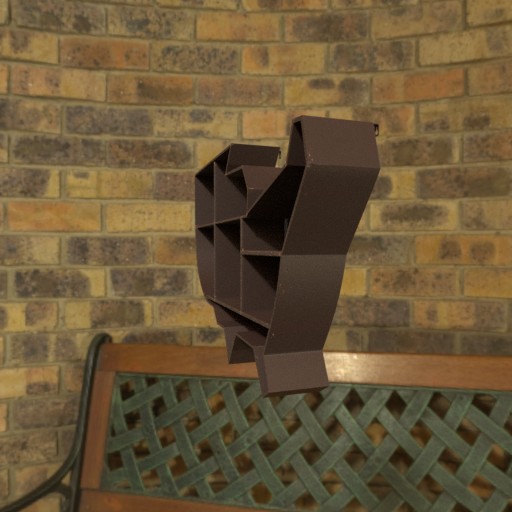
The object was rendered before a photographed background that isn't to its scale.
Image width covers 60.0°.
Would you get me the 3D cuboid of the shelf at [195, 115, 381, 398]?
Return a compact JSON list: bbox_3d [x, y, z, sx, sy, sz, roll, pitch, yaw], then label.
[{"bbox_3d":[0.000,0.000,0.900,0.112,0.439,0.729,0,1,-19],"label":"shelf"}]
